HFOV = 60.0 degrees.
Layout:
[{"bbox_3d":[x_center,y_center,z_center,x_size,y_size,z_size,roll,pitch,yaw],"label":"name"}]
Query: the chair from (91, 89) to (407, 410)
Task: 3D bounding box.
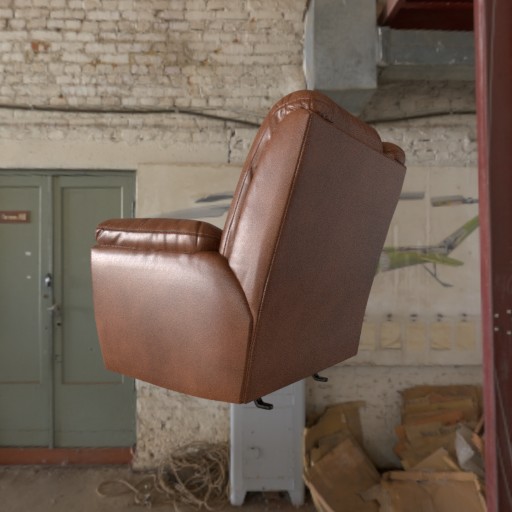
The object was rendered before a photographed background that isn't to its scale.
[{"bbox_3d":[0.000,0.000,1.902,1.041,1.093,0.990,0,-1,35],"label":"chair"}]
